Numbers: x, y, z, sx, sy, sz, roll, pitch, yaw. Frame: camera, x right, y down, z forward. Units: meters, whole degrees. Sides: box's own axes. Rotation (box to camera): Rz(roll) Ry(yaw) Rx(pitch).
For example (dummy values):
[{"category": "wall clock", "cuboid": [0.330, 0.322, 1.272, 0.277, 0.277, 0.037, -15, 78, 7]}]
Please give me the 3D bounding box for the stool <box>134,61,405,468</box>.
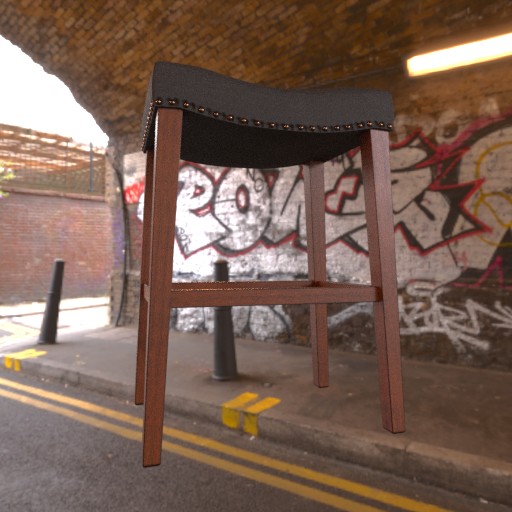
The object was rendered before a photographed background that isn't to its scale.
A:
[{"category": "stool", "cuboid": [0.000, 0.000, 0.854, 0.439, 0.612, 0.320, 0, -1, -17]}]
